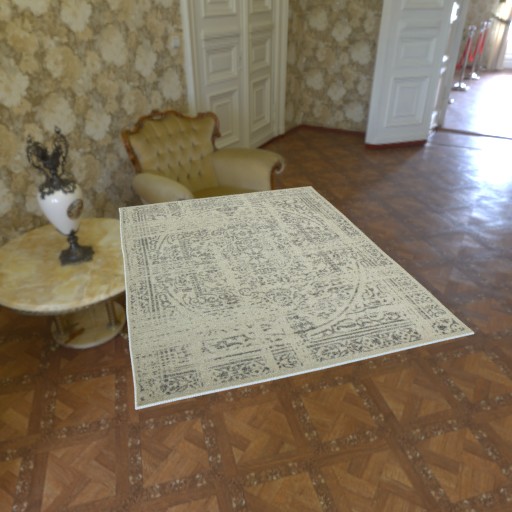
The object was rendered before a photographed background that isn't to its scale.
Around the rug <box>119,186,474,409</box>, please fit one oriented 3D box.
[{"bbox_3d":[0.000,0.000,3.993,2.311,0.032,2.921,-9,31,-14],"label":"rug"}]
